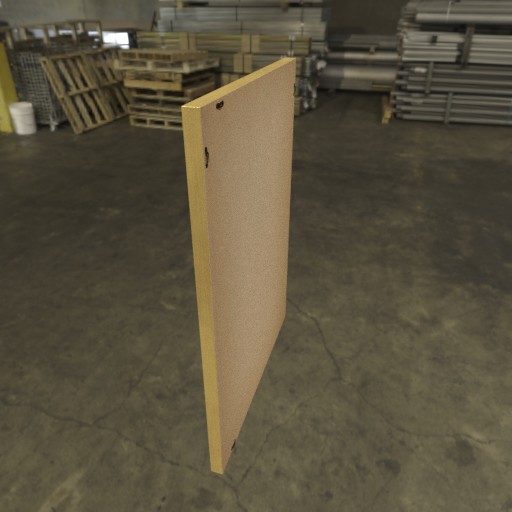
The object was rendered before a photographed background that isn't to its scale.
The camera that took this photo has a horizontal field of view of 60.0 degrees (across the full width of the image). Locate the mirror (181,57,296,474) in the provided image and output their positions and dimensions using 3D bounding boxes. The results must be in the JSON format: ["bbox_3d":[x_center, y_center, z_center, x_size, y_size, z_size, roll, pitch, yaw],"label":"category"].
[{"bbox_3d":[0.000,0.000,1.331,0.040,1.016,0.762,9,31,15],"label":"mirror"}]
